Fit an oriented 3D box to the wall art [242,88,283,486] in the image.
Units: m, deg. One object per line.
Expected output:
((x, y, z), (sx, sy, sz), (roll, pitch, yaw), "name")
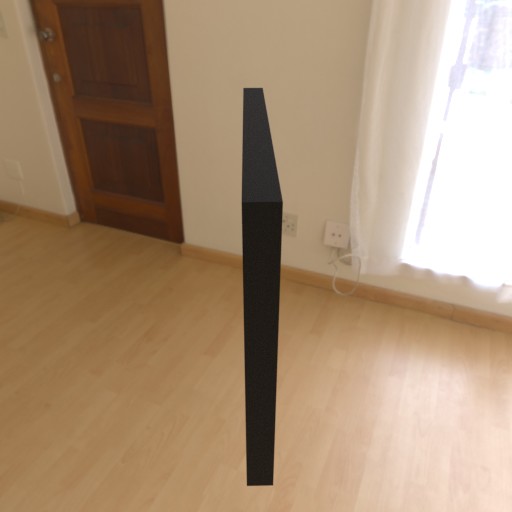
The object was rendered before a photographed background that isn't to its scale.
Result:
((0.000, 0.000, 0.552), (0.028, 0.325, 0.397), (-1, 31, -1), "wall art")
